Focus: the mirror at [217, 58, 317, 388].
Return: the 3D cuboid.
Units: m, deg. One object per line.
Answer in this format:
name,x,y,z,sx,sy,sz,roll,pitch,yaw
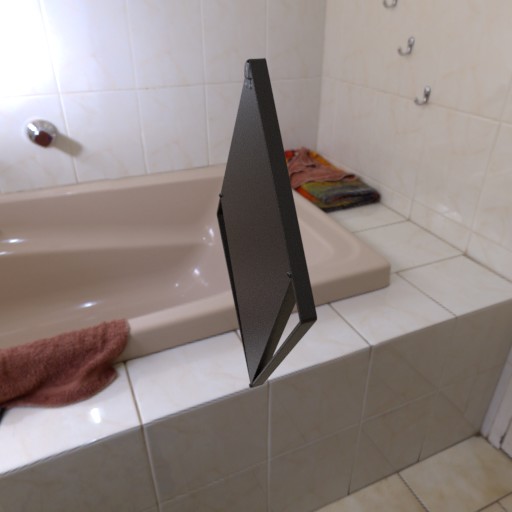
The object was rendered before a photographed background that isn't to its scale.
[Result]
mirror,0.000,0.000,0.830,0.032,0.679,0.419,-11,32,-19
